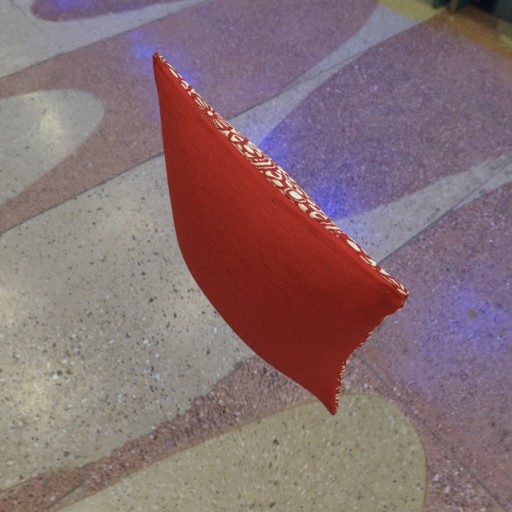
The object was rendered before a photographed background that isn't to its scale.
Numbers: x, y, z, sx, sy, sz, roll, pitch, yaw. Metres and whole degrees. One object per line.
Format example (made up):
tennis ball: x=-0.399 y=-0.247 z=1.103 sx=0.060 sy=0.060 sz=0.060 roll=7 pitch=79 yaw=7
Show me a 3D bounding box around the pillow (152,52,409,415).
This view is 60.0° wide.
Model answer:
pillow: x=0.000 y=0.000 z=0.647 sx=0.162 sy=0.419 sz=0.438 roll=-32 pitch=63 yaw=-19
